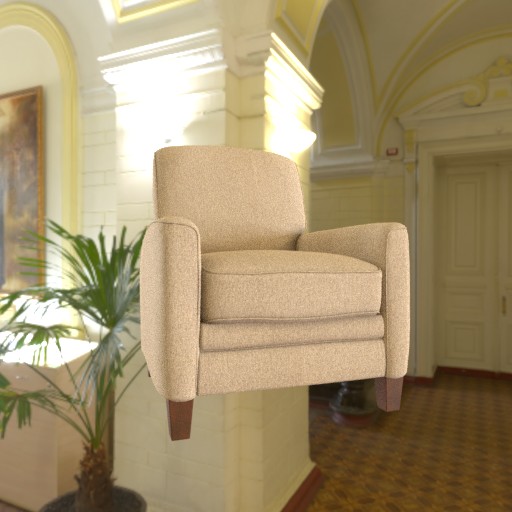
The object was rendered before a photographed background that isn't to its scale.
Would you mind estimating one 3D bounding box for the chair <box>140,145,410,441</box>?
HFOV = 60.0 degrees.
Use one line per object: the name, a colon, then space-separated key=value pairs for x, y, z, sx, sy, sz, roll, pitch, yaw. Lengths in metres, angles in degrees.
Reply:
chair: x=0.000 y=0.000 z=1.686 sx=0.848 sy=1.014 sz=0.864 roll=0 pitch=0 yaw=-19
